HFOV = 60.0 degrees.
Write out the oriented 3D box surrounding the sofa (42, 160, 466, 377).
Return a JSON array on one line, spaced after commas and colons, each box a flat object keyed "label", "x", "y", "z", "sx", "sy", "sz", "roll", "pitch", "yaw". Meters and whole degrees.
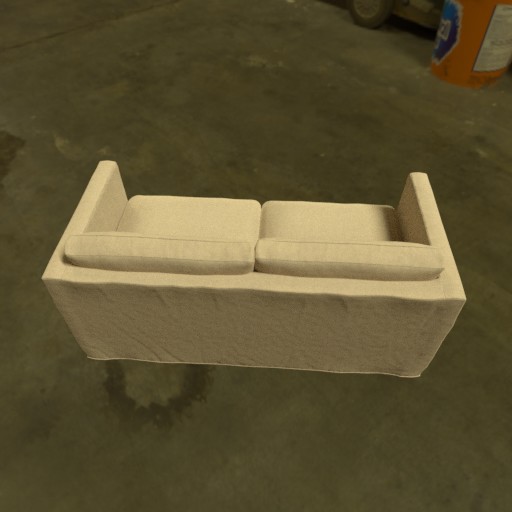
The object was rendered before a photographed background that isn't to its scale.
[{"label": "sofa", "x": 0.000, "y": 0.000, "z": 2.510, "sx": 1.959, "sy": 0.835, "sz": 0.962, "roll": 3, "pitch": 48, "yaw": 2}]
